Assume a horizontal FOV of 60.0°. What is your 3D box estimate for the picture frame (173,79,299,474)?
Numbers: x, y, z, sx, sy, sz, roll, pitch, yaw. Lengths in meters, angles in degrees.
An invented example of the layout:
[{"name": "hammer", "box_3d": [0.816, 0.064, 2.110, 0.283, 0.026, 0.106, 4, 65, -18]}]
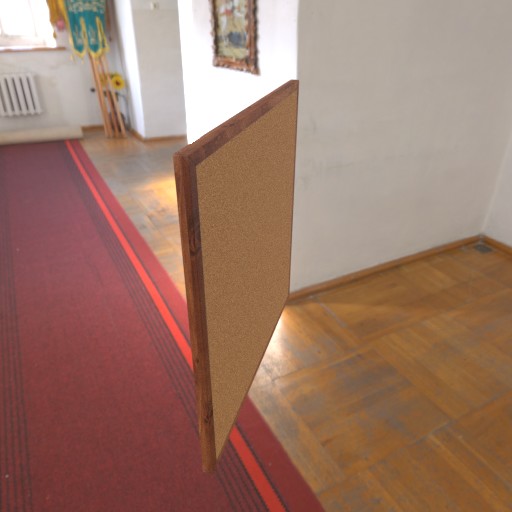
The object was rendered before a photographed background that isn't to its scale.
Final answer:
[{"name": "picture frame", "box_3d": [0.000, 0.000, 1.244, 0.029, 0.817, 0.810, 9, 31, 15]}]
